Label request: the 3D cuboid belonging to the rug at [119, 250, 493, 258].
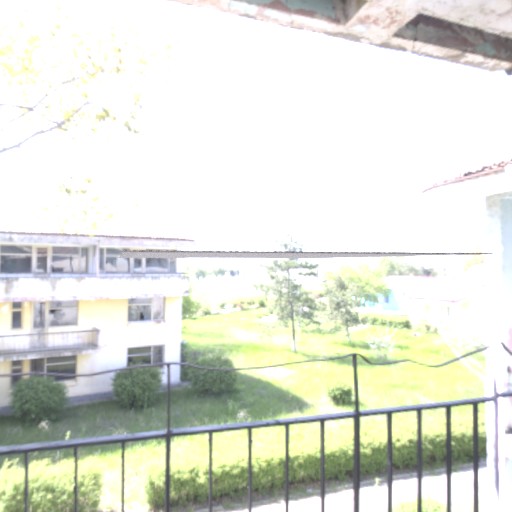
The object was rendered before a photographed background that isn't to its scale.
[{"bbox_3d":[0.000,0.000,4.082,2.444,0.013,3.043,0,-1,-17],"label":"rug"}]
